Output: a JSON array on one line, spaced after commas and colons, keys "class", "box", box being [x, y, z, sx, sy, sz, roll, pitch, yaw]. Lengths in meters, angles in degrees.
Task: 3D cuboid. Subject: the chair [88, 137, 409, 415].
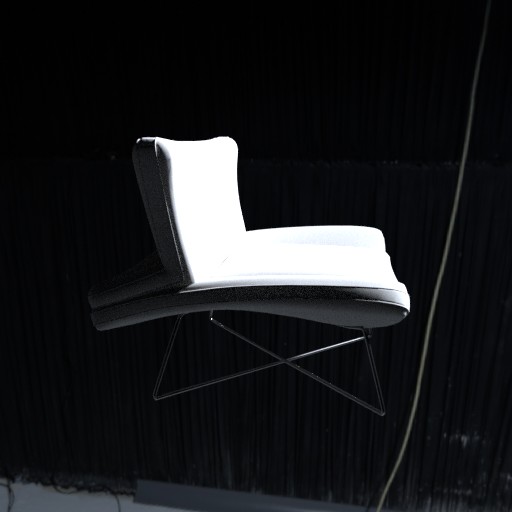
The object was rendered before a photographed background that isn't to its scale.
[{"class": "chair", "box": [0.000, 0.000, 1.651, 1.008, 0.855, 0.859, 3, 15, 10]}]
